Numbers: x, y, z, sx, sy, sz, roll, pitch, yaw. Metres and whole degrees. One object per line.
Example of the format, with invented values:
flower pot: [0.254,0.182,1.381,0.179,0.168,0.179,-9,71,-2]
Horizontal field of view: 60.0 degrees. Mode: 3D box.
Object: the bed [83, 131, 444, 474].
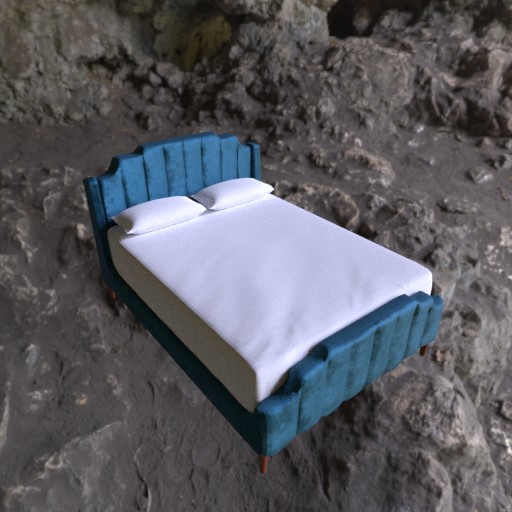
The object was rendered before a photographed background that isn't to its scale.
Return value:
bed: [0.000,0.000,3.385,1.678,1.338,2.322,-22,37,-32]
